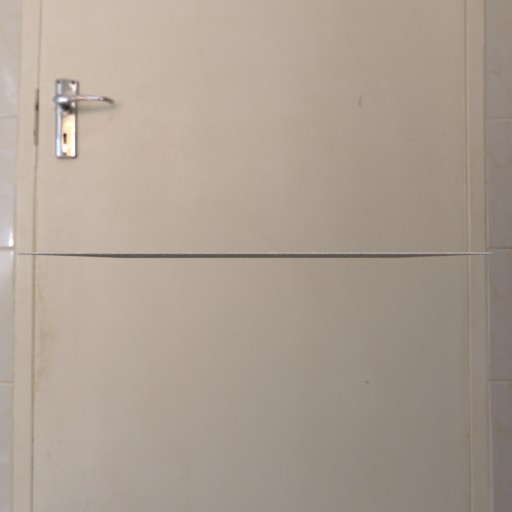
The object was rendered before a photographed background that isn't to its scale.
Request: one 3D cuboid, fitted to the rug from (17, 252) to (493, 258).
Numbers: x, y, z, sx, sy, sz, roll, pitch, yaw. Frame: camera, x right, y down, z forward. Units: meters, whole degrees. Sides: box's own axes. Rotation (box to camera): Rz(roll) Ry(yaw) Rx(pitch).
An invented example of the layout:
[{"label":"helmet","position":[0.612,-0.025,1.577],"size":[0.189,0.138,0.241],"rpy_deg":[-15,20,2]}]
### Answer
[{"label":"rug","position":[0.000,0.000,2.195],"size":[1.749,0.015,1.141],"rpy_deg":[0,-1,2]}]
